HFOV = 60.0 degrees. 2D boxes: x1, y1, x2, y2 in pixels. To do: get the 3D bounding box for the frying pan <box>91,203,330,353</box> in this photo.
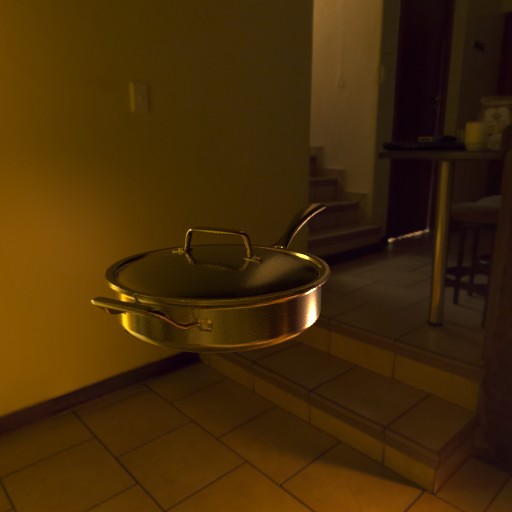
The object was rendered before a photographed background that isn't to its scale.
[{"bbox_3d":[0.000,0.000,0.657,0.280,0.114,0.561,7,15,27],"label":"frying pan"}]
